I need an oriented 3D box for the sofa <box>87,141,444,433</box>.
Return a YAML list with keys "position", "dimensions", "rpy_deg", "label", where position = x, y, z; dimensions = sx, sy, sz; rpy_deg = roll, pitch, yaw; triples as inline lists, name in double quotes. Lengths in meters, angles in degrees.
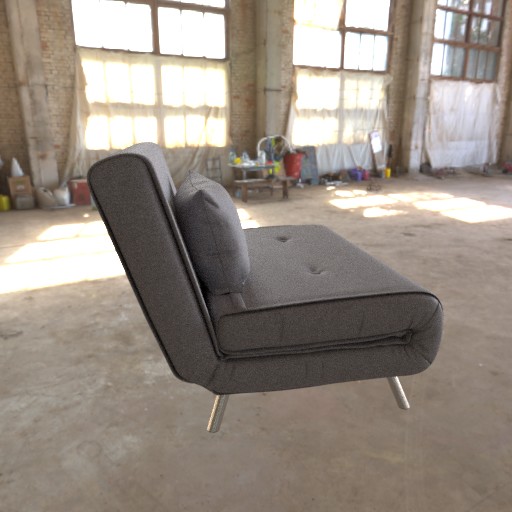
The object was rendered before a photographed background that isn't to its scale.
- position: [0.000, 0.000, 1.690]
  dimensions: [1.000, 0.825, 1.020]
  rpy_deg: [-3, 16, -10]
  label: "sofa"
